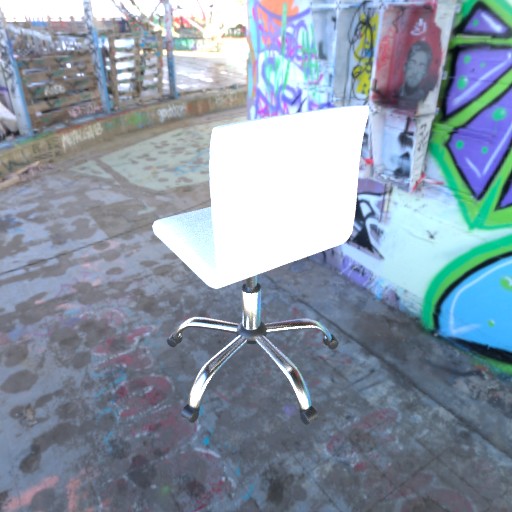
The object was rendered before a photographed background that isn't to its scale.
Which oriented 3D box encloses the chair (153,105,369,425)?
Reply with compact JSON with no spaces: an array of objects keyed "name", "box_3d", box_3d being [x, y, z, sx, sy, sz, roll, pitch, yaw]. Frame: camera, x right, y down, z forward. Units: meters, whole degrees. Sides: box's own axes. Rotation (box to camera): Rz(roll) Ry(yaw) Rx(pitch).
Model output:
[{"name":"chair","box_3d":[0.000,0.000,1.172,0.556,0.780,0.530,-18,34,-30]}]
